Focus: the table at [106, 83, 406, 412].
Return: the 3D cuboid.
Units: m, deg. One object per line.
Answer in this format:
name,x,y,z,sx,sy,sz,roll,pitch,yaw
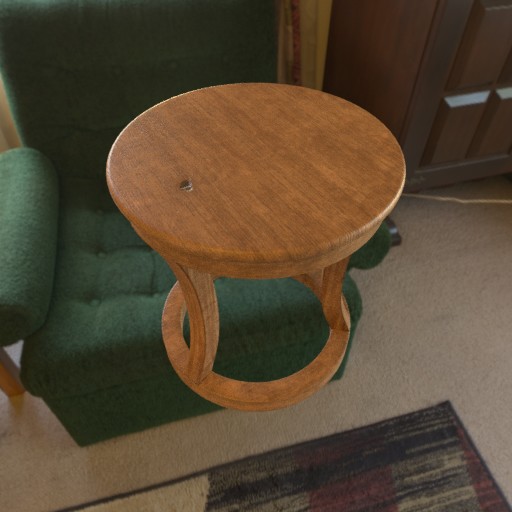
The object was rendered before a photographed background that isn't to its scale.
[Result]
table,0.000,0.000,0.817,0.432,0.460,0.432,0,46,0
